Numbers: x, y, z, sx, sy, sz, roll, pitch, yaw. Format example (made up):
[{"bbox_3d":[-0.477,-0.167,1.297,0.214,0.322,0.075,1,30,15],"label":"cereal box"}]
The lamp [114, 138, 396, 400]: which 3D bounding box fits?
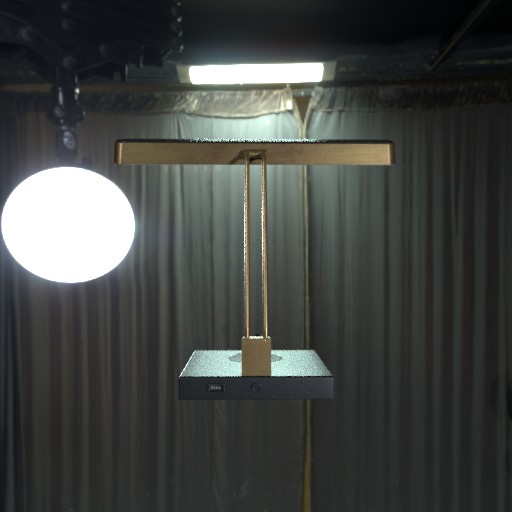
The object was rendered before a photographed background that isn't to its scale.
[{"bbox_3d":[0.000,0.000,0.606,0.412,0.345,0.156,0,0,-1],"label":"lamp"}]
